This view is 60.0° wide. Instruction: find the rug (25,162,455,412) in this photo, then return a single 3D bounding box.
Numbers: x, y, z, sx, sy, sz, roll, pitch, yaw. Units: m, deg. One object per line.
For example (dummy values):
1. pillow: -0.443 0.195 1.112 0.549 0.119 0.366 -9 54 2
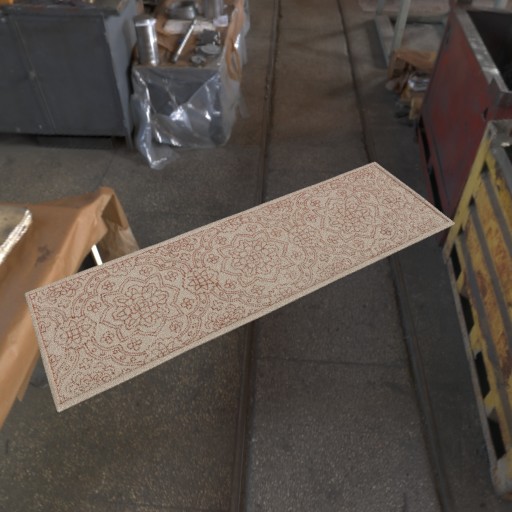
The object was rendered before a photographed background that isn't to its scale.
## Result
1. rug: 0.000 0.000 2.583 2.448 0.012 0.769 -23 51 -20
